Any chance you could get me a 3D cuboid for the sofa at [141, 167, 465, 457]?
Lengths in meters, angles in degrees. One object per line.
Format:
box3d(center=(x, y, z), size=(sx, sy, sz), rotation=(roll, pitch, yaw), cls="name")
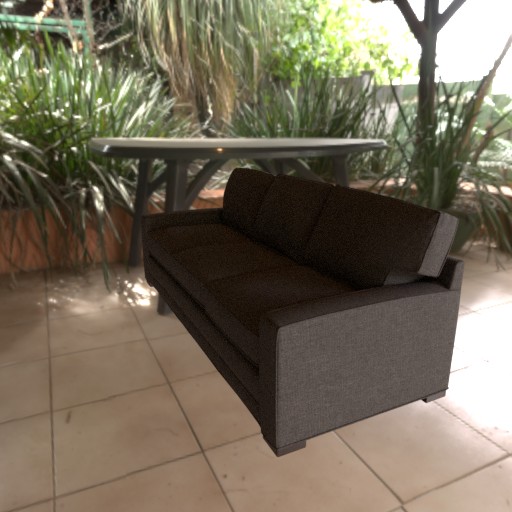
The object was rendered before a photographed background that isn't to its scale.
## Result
box3d(center=(0.000, 0.000, 2.891), size=(1.004, 0.978, 2.369), rotation=(-8, 18, -25), cls="sofa")
